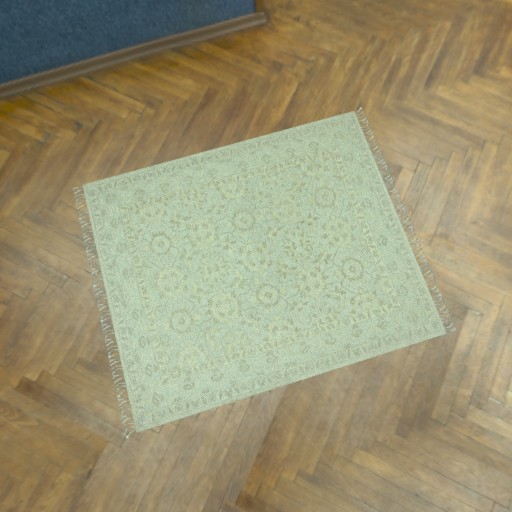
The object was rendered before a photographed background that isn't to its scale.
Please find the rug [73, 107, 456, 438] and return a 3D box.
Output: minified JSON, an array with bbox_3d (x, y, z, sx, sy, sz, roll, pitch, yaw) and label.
[{"bbox_3d":[0.000,0.000,4.169,3.043,0.013,2.444,-16,75,-4],"label":"rug"}]
